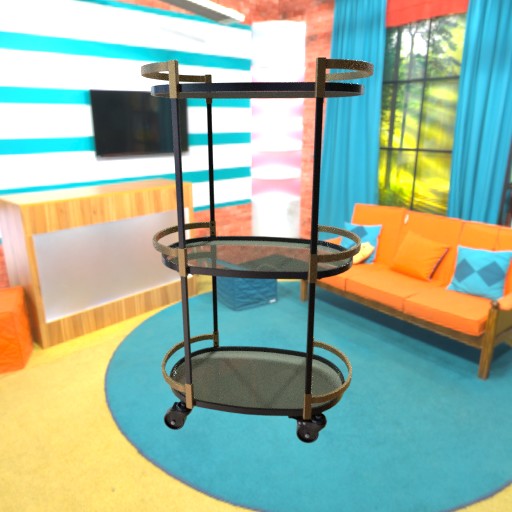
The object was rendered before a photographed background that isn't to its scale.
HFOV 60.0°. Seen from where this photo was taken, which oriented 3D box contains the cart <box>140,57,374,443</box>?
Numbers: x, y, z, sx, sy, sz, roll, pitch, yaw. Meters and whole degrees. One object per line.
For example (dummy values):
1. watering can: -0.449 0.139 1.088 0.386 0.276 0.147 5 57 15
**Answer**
1. cart: 0.000 0.000 1.124 0.515 0.885 0.311 2 17 8
